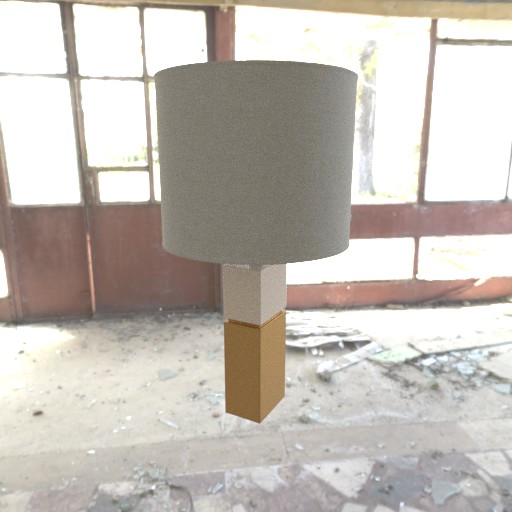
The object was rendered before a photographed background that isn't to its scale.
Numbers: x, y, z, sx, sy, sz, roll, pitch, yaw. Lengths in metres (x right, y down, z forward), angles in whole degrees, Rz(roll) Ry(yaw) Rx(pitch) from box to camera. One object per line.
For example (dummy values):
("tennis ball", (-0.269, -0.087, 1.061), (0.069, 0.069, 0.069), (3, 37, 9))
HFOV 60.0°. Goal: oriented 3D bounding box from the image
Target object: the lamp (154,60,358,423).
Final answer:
("lamp", (0.000, 0.000, 0.557), (0.229, 0.417, 0.229), (7, 16, 28))
